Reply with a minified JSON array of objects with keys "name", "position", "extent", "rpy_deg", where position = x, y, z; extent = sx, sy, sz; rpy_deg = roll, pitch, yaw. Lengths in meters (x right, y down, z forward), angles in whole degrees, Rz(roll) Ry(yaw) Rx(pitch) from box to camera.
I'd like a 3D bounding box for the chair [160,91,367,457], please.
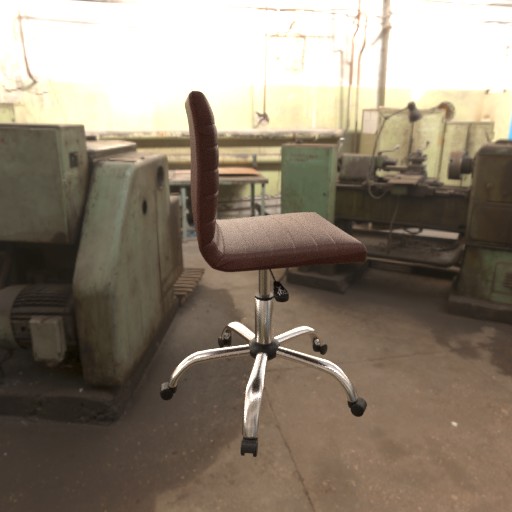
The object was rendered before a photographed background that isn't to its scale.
[{"name":"chair","position":[0.000,0.000,1.141],"extent":[0.530,0.780,0.556],"rpy_deg":[-3,17,-9]}]
